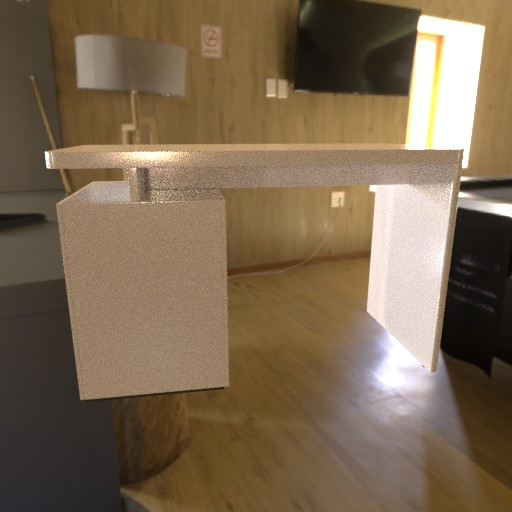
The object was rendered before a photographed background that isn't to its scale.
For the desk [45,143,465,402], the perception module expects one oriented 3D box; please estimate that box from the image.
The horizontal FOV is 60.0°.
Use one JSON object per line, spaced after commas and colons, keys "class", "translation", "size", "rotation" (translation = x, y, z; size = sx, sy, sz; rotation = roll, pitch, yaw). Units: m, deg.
{"class": "desk", "translation": [0.000, 0.000, 1.585], "size": [1.200, 0.760, 0.550], "rotation": [-3, 16, -9]}
